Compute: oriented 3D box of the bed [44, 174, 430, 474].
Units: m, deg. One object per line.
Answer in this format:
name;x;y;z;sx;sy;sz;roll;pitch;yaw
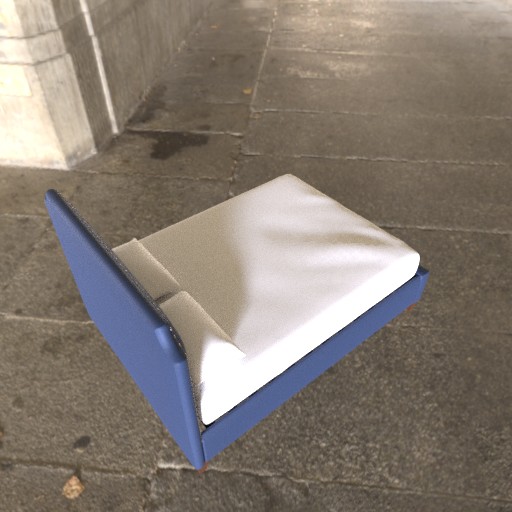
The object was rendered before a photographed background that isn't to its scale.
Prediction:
bed;0.000;0.000;3.425;2.372;1.443;1.712;-29;49;-28
